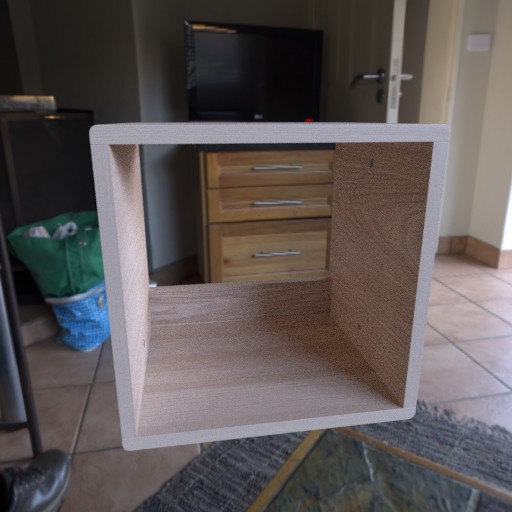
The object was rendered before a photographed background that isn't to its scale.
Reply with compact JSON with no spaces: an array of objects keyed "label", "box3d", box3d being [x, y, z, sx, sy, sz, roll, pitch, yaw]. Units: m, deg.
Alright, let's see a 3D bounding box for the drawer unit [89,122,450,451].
[{"label":"drawer unit","box3d":[0.000,0.000,0.600,0.344,0.344,0.290,-3,17,-9]}]
